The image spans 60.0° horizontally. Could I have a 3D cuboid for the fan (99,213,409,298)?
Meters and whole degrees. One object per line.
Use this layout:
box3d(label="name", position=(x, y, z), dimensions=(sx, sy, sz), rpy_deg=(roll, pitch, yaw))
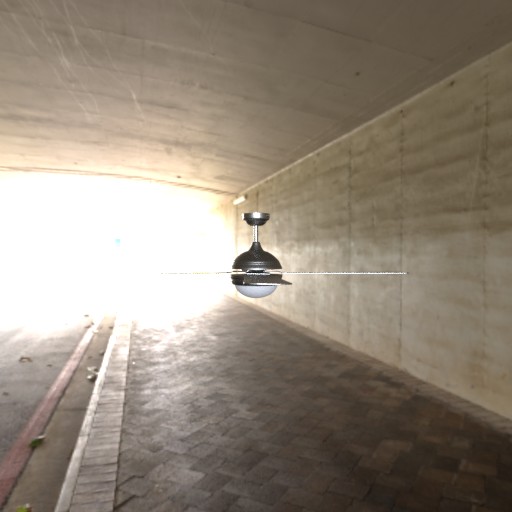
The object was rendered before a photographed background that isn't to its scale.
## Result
box3d(label="fan", position=(0.000, 0.000, 2.008), dimensions=(1.321, 0.381, 1.321), rpy_deg=(0, 1, 18))
